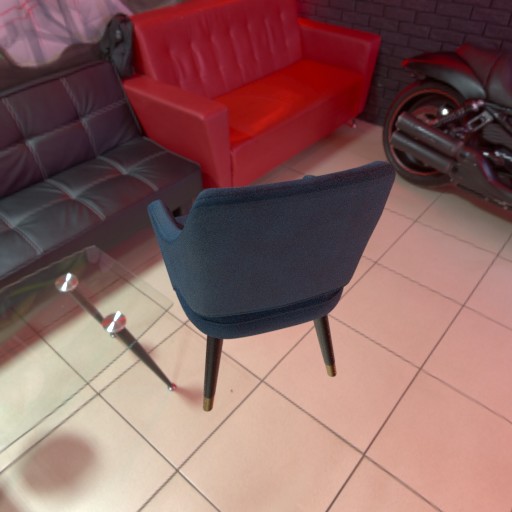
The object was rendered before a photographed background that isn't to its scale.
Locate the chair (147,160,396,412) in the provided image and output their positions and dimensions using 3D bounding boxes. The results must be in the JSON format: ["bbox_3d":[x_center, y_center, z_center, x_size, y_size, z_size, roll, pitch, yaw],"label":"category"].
[{"bbox_3d":[0.000,0.000,1.601,0.683,1.081,0.794,-12,43,-13],"label":"chair"}]
